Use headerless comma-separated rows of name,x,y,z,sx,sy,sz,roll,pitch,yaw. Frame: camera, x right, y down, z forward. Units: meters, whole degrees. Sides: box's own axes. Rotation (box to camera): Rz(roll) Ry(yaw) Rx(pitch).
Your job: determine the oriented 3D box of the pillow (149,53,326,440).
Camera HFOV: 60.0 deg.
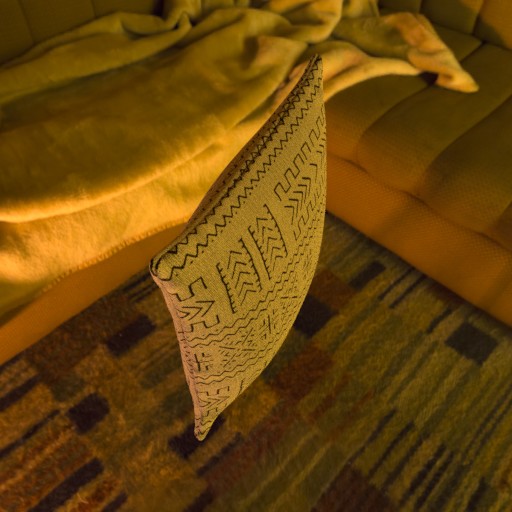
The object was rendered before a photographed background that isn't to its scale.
pillow,0.000,0.000,0.662,0.164,0.430,0.438,19,52,16
